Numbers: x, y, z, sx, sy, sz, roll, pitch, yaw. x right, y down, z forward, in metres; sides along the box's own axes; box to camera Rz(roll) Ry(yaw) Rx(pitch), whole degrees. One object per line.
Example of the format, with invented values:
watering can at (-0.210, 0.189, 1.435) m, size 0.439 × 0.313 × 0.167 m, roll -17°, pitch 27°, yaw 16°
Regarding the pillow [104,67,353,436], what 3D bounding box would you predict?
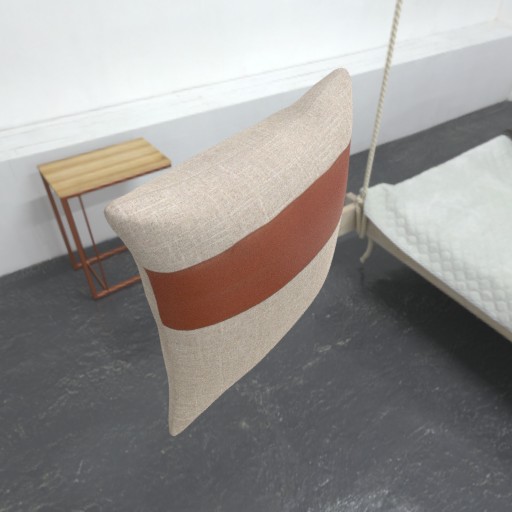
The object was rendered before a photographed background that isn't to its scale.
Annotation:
pillow at (0.000, 0.000, 0.618) m, size 0.173 × 0.399 × 0.414 m, roll 26°, pitch 48°, yaw 26°
